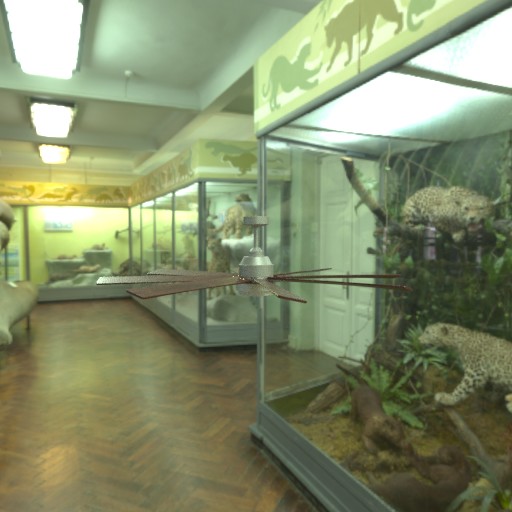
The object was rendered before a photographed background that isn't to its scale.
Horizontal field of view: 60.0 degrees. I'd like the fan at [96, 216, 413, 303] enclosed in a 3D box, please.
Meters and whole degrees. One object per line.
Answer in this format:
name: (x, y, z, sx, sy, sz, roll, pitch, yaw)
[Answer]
fan: (0.000, 0.000, 2.673, 1.830, 0.472, 1.830, 2, 3, 36)
